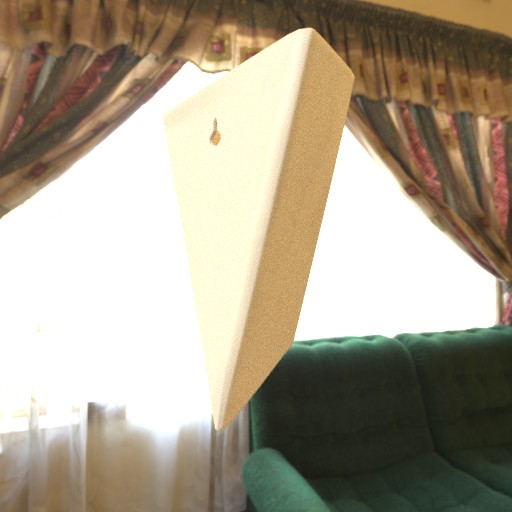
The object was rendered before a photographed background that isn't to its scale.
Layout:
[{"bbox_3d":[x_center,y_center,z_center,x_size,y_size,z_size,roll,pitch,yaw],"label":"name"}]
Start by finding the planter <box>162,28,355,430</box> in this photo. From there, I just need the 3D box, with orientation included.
[{"bbox_3d":[0.000,0.000,0.266,0.060,0.197,0.150,1,-1,-37],"label":"planter"}]
